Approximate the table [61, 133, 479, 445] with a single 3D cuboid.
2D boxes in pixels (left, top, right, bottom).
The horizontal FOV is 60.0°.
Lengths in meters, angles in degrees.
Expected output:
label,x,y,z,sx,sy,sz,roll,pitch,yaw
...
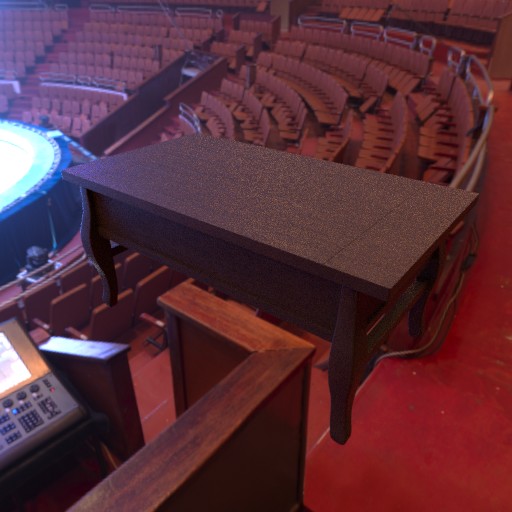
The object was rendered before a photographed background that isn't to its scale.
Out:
label,x,y,z,sx,sy,sz,roll,pitch,yaw
table,0.000,0.000,1.392,1.062,0.494,0.600,21,36,32
